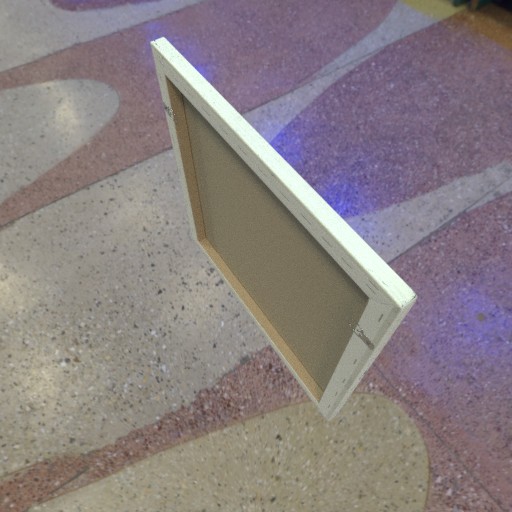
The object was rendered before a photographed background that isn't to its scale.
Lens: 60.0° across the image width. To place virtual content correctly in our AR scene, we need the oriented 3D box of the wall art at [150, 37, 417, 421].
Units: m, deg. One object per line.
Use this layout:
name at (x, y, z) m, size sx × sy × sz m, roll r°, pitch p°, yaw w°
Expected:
wall art at (0.000, 0.000, 1.111) m, size 0.038 × 0.762 × 0.762 m, roll -30°, pitch 63°, yaw -17°
